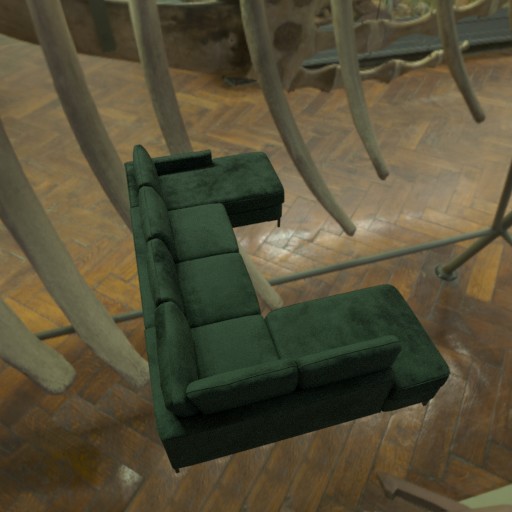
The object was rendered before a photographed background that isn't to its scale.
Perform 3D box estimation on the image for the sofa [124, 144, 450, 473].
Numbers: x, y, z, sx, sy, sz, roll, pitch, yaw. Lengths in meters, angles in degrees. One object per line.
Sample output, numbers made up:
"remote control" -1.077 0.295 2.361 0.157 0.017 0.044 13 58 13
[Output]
"sofa" 0.000 0.000 3.859 1.992 0.861 2.994 -11 47 -11
